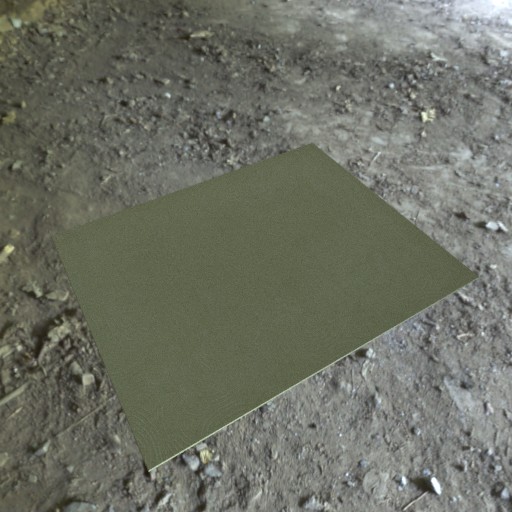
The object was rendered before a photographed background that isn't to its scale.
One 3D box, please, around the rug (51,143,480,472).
[{"bbox_3d":[0.000,0.000,3.398,2.584,0.011,2.073,-24,52,-21],"label":"rug"}]
